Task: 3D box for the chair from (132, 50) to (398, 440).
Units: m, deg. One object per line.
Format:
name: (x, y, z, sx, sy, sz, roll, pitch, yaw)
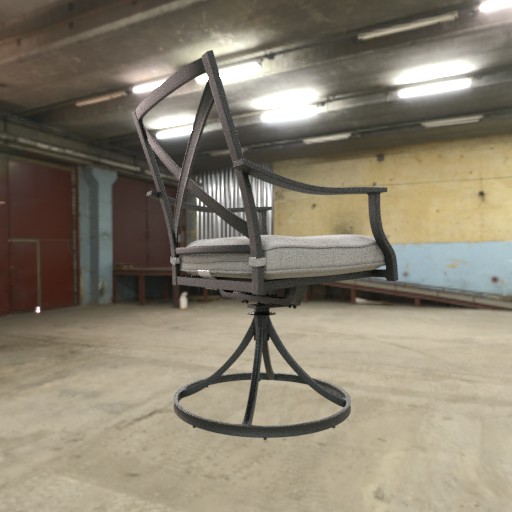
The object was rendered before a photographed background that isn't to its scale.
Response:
chair: (0.000, 0.000, 1.318, 0.620, 0.889, 0.575, 0, -1, -34)
